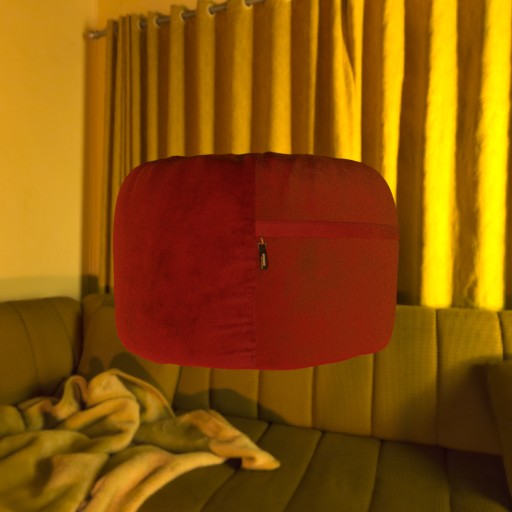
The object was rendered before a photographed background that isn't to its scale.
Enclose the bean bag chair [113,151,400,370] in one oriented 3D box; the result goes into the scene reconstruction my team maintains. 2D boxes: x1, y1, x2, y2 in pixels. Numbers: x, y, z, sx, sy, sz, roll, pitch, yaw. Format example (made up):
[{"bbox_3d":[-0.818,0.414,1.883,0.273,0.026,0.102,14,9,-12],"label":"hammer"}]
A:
[{"bbox_3d":[0.000,0.000,1.975,1.219,0.762,1.219,0,0,0],"label":"bean bag chair"}]
